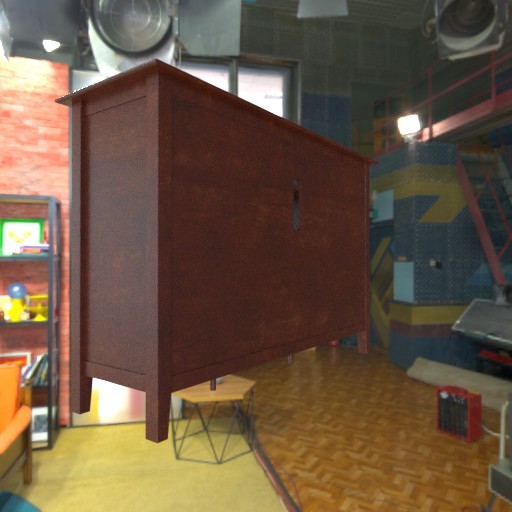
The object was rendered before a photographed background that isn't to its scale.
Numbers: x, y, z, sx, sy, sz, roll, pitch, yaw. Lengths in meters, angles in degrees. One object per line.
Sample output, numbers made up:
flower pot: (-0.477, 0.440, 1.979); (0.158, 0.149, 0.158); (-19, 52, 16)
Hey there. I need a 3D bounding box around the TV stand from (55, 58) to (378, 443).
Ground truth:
TV stand: (0.000, 0.000, 1.707); (0.445, 0.915, 1.372); (0, -1, 37)
